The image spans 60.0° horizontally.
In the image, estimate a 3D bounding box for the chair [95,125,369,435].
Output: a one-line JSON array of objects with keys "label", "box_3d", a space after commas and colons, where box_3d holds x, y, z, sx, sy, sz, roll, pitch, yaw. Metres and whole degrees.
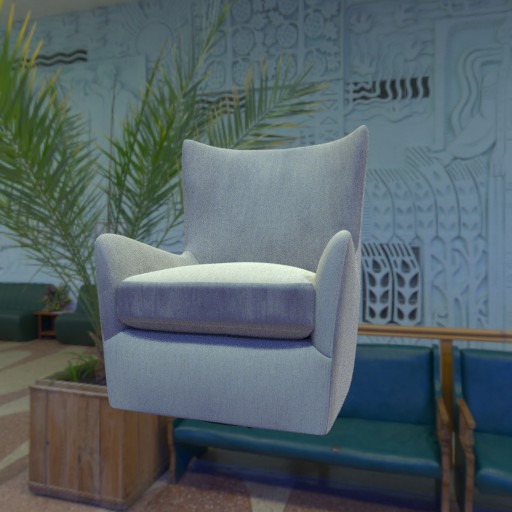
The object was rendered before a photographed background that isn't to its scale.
[{"label": "chair", "box_3d": [0.000, 0.000, 1.637, 0.779, 1.000, 0.904, 0, 1, 18]}]
